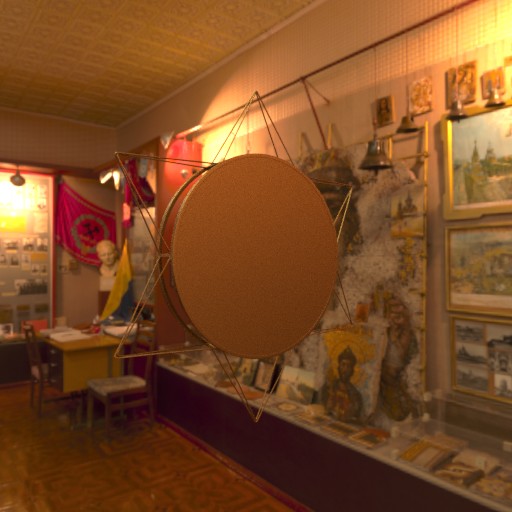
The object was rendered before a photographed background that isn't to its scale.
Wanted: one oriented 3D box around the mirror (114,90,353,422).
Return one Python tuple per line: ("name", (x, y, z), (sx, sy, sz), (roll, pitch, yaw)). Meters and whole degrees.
("mirror", (0.000, 0.000, 0.777), (0.498, 0.581, 0.062), (0, -1, -36))
